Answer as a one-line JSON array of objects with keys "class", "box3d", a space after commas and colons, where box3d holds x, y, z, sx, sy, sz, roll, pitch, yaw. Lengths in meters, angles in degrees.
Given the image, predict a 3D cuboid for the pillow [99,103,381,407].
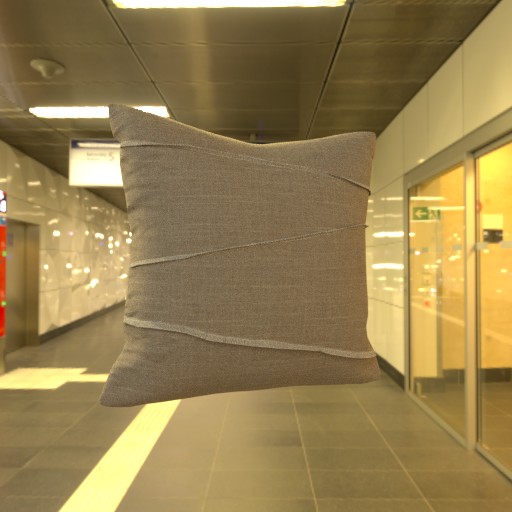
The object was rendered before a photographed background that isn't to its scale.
[{"class": "pillow", "box3d": [0.000, 0.000, 0.640, 0.424, 0.400, 0.169, 0, -1, -19]}]
